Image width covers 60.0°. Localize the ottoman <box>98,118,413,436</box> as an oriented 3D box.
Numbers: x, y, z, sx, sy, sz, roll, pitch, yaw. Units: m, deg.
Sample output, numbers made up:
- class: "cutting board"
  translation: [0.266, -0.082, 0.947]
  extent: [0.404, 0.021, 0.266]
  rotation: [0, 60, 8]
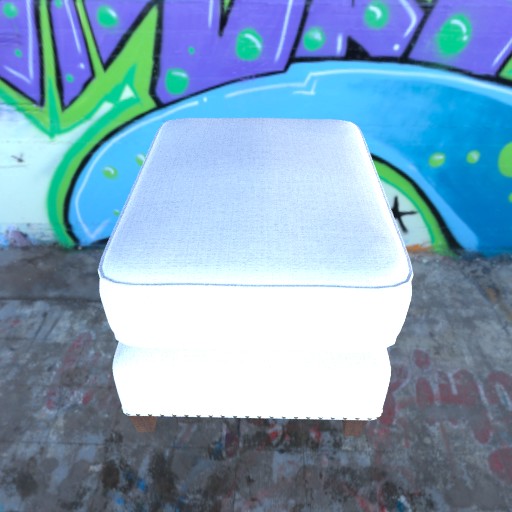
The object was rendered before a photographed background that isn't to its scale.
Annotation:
- class: "ottoman"
  translation: [0.000, 0.000, 1.152]
  extent: [0.589, 0.537, 0.738]
  rotation: [1, 40, 1]
